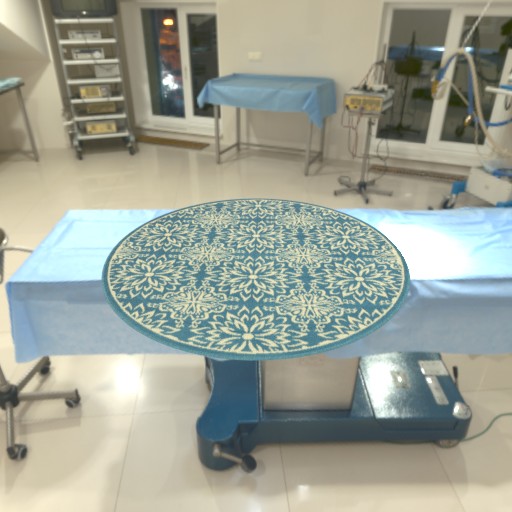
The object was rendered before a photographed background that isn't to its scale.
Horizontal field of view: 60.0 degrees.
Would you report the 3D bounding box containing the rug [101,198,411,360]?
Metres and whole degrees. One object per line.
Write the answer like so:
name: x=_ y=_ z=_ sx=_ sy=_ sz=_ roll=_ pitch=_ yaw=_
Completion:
rug: x=0.000 y=0.000 z=2.386 sx=1.593 sy=0.012 sz=1.593 roll=0 pitch=30 yaw=0
